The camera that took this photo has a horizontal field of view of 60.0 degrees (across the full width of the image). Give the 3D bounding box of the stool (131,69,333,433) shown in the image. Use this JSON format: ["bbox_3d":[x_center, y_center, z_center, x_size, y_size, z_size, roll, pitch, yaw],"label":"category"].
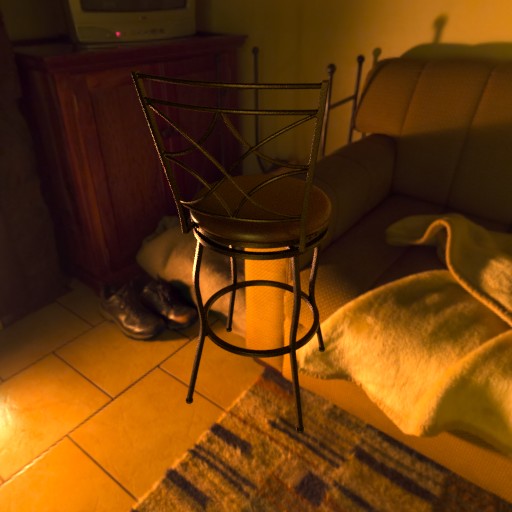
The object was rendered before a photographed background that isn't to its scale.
[{"bbox_3d":[0.000,0.000,1.375,0.434,1.117,0.534,9,32,15],"label":"stool"}]
